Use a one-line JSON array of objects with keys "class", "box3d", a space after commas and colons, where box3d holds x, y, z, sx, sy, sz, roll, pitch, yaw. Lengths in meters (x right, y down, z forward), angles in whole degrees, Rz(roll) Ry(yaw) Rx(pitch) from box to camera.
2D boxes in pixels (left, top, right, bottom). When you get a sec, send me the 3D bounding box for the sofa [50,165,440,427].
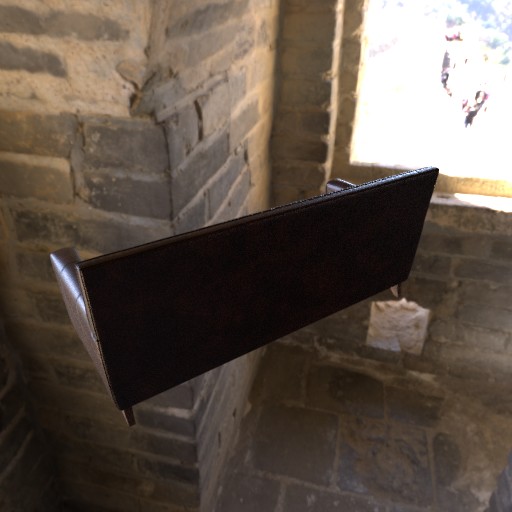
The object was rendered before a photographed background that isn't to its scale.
[{"class": "sofa", "box3d": [0.000, 0.000, 2.482, 1.995, 0.871, 0.786, -18, 34, -30]}]
